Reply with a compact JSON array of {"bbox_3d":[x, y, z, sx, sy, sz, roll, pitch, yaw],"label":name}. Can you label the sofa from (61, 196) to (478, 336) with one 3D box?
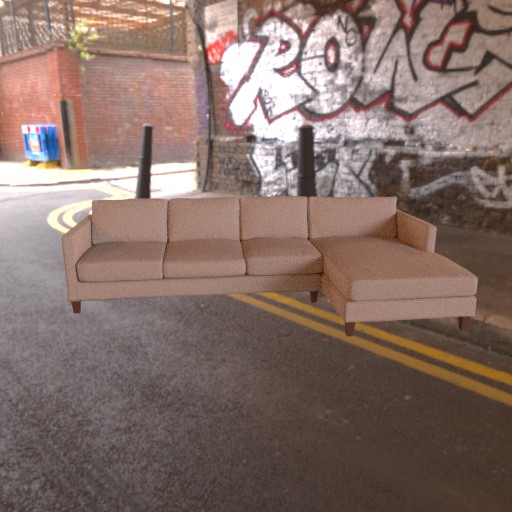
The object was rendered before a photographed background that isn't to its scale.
[{"bbox_3d":[0.000,0.000,3.881,3.186,0.861,1.625,-2,16,-6],"label":"sofa"}]
